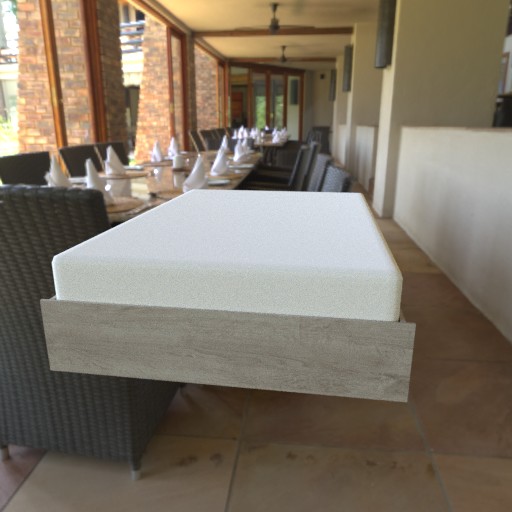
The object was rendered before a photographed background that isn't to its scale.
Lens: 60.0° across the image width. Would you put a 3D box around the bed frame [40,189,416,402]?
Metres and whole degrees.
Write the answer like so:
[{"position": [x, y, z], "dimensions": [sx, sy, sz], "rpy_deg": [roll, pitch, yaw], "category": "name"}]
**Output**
[{"position": [0.000, 0.000, 2.606], "dimensions": [1.445, 0.497, 1.945], "rpy_deg": [3, 17, 9], "category": "bed frame"}]
